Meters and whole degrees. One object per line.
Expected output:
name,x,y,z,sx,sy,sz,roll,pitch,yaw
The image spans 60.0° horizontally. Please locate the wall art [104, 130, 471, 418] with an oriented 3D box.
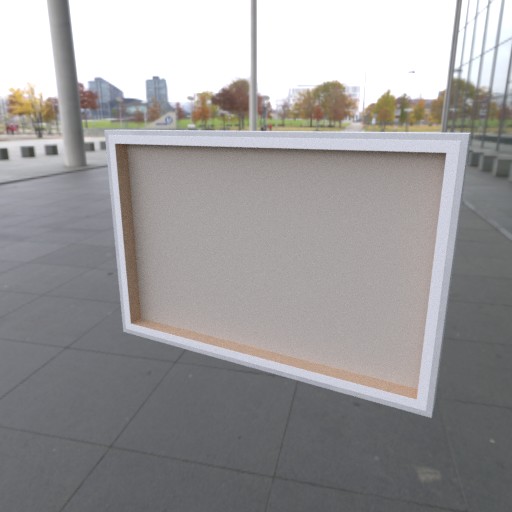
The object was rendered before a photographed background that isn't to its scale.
wall art,0.000,0.000,0.751,0.609,0.407,0.038,9,19,27
